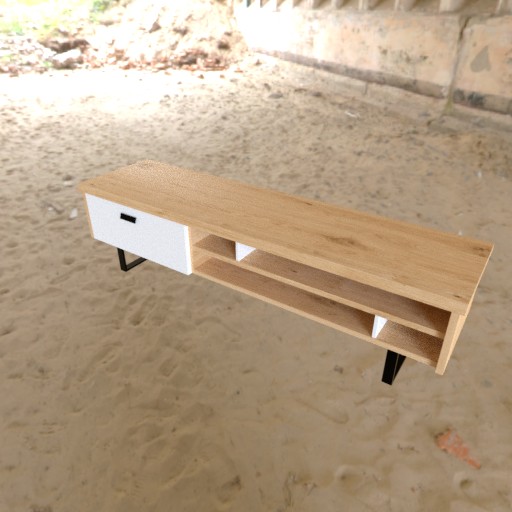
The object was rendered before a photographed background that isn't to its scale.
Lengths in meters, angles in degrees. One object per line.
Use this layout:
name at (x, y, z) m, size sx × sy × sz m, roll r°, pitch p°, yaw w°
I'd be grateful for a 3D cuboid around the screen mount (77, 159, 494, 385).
screen mount at (0.000, 0.000, 1.900) m, size 1.700 × 0.430 × 0.450 m, roll 18°, pitch 35°, yaw 29°
